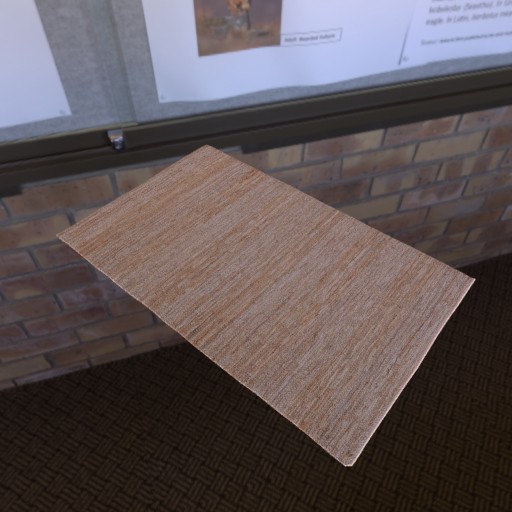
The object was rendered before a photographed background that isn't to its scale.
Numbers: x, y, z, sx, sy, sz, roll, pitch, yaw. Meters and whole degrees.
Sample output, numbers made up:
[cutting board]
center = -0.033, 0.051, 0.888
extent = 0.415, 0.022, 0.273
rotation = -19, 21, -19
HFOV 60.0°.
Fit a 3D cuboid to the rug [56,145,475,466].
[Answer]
[rug]
center = 0.000, 0.000, 3.014
extent = 2.446, 0.009, 1.529
rotation = 32, 54, 26
